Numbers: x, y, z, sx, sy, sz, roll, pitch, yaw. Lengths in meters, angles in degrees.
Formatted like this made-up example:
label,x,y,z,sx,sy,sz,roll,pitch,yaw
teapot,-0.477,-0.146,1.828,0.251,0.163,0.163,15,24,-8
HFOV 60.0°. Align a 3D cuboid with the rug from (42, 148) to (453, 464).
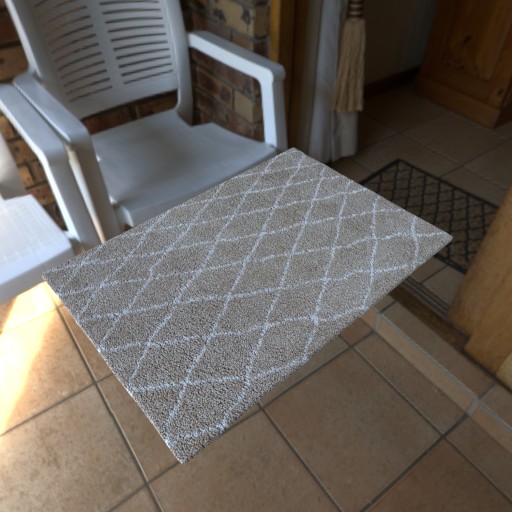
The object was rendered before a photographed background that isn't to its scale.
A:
label,x,y,z,sx,sy,sz,roll,pitch,yaw
rug,0.000,0.000,2.300,1.778,0.030,1.219,-32,53,-28
